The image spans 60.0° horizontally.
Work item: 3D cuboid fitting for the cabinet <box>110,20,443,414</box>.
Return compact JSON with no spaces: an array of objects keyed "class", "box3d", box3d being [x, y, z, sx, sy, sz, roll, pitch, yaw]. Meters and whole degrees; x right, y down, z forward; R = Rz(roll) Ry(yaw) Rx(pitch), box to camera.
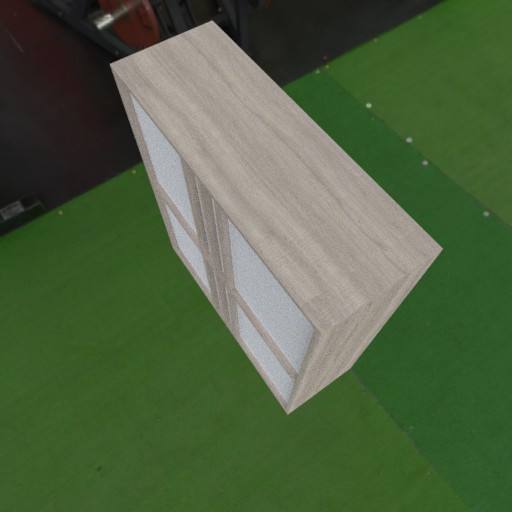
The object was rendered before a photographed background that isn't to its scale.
[{"class":"cabinet","box3d":[0.000,0.000,1.904,0.398,1.388,1.111,-31,67,-15]}]
